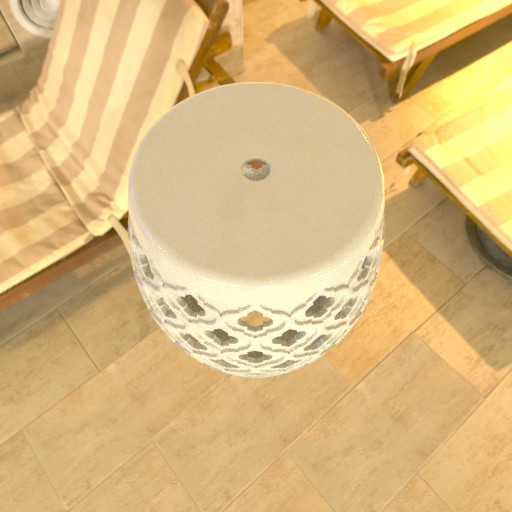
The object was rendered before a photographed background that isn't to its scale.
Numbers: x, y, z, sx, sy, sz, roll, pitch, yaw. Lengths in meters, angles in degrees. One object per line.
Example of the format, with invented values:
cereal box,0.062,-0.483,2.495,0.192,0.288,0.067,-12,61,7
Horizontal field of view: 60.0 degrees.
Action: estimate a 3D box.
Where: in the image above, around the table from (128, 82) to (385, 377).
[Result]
table,0.000,0.000,0.622,0.325,0.388,0.325,0,63,0
